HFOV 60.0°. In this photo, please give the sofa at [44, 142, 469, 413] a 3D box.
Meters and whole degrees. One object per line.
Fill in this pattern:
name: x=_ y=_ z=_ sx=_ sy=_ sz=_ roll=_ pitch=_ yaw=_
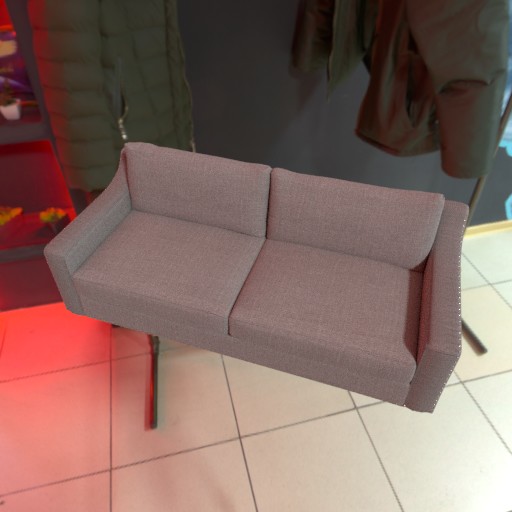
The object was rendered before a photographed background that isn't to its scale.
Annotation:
sofa: x=0.000 y=0.000 z=2.595 sx=2.208 sy=0.857 sz=1.000 roll=13 pitch=43 yaw=14
